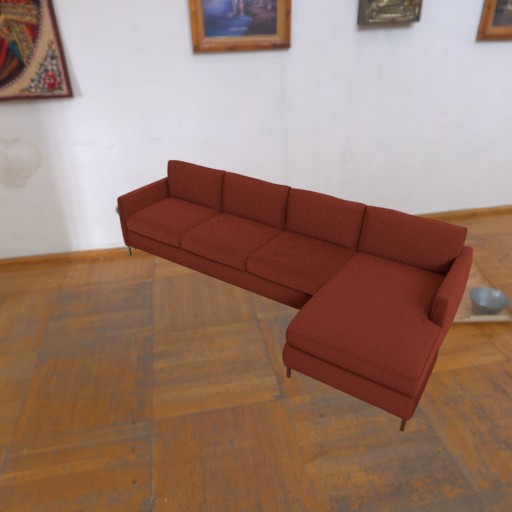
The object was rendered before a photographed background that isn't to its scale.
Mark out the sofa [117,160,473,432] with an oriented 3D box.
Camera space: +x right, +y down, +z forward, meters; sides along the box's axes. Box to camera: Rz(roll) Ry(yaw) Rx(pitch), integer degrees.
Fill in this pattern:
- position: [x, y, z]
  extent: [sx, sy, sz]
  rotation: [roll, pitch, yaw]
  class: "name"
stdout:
- position: [0.000, 0.000, 3.475]
  extent: [2.932, 0.810, 1.350]
  rotation: [18, 35, 29]
  class: "sofa"
